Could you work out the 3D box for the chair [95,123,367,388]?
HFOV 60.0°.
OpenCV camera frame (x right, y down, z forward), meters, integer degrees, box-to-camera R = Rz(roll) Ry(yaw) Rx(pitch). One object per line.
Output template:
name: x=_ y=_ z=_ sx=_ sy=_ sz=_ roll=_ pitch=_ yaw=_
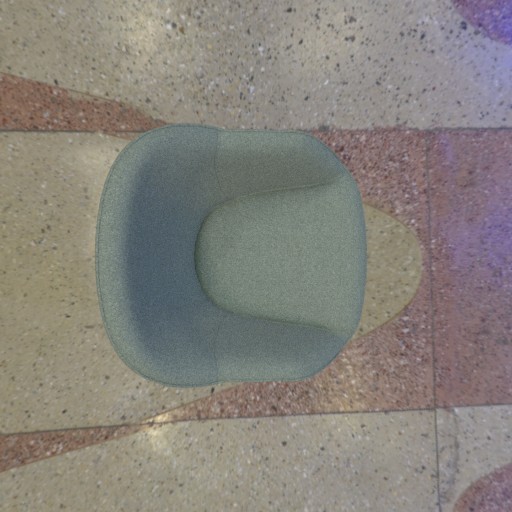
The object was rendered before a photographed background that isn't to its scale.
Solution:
chair: x=0.000 y=0.000 z=1.215 sx=0.611 sy=0.810 sz=0.589 roll=0 pitch=90 yaw=-1
